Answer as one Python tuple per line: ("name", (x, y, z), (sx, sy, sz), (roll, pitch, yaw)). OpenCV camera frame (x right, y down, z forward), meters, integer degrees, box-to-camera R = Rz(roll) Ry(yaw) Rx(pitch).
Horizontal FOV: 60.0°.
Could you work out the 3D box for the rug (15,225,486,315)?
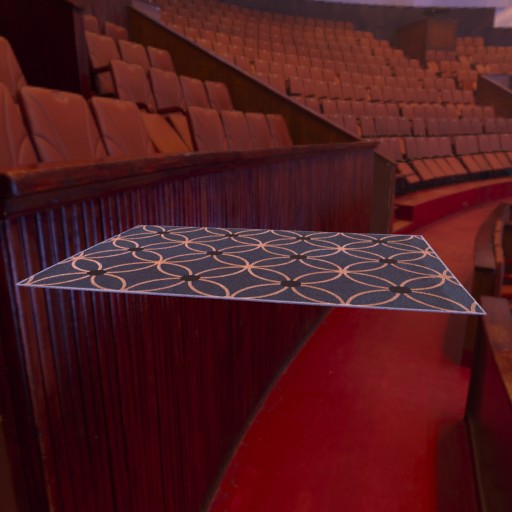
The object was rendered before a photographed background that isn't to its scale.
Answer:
("rug", (0.000, 0.000, 2.818), (2.284, 0.008, 1.522), (3, 16, 9))
